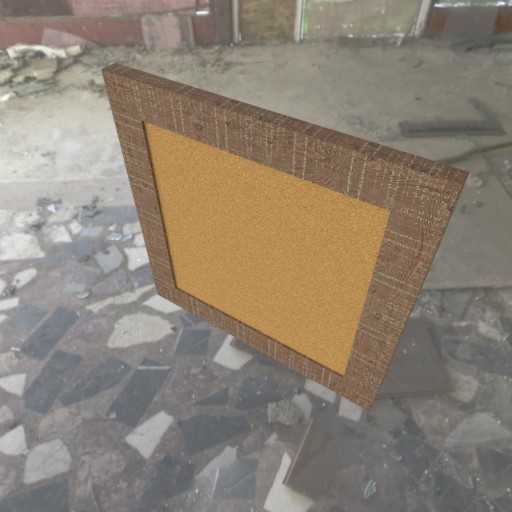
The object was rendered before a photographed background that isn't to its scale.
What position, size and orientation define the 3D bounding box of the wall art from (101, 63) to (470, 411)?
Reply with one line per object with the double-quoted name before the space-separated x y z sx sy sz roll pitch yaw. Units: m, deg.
"wall art" 0.000 0.000 0.761 0.531 0.531 0.029 25 51 22
